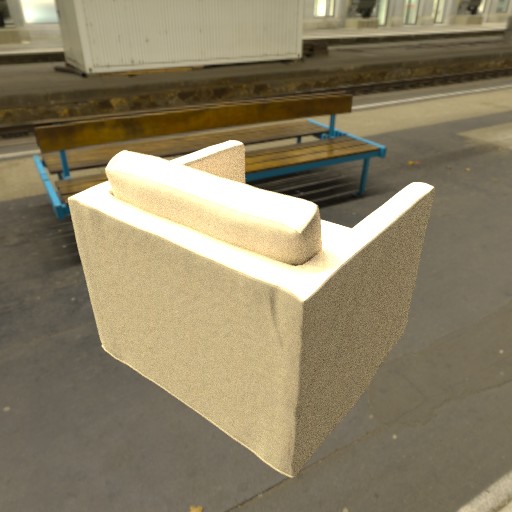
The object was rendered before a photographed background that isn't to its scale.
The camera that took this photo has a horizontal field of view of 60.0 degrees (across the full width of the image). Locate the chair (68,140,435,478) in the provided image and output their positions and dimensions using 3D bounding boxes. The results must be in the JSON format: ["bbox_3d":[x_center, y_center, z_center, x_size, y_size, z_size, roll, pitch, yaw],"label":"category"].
[{"bbox_3d":[0.000,0.000,1.775,1.057,0.851,0.947,22,37,32],"label":"chair"}]
